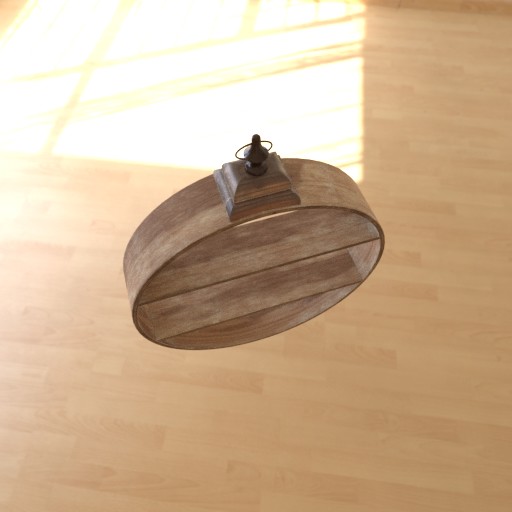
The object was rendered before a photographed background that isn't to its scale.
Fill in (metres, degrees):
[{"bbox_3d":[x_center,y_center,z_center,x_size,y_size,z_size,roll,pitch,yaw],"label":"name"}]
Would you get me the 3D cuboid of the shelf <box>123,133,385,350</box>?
[{"bbox_3d":[0.000,0.000,1.012,0.601,0.725,0.125,-15,59,-9],"label":"shelf"}]
